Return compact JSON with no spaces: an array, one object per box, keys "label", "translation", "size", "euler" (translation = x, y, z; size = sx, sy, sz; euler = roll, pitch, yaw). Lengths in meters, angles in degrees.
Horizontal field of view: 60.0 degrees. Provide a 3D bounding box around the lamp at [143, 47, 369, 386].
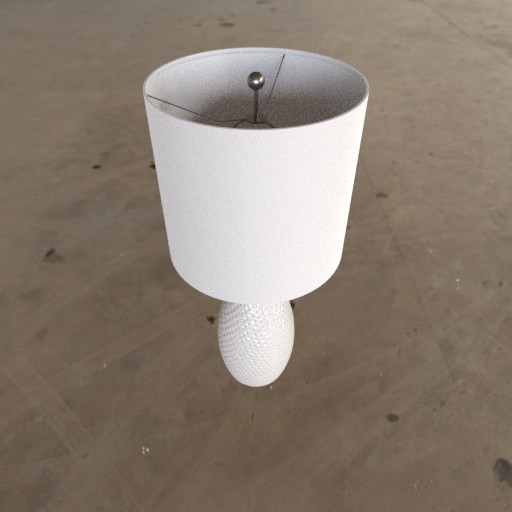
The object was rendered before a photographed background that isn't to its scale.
[{"label":"lamp","translation":[0.000,0.000,0.576],"size":[0.214,0.466,0.214],"euler":[12,43,14]}]
